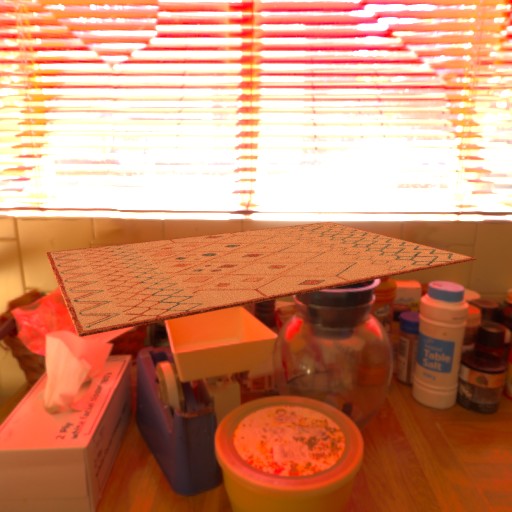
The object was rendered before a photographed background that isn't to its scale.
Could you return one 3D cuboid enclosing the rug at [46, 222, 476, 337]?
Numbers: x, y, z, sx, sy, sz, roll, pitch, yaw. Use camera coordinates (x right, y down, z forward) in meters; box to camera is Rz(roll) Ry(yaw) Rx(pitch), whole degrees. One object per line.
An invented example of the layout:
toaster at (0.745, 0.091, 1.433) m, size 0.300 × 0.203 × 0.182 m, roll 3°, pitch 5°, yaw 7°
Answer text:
rug at (0.000, 0.000, 2.957) m, size 2.438 × 0.015 × 1.524 m, roll -8°, pitch 16°, yaw -28°
